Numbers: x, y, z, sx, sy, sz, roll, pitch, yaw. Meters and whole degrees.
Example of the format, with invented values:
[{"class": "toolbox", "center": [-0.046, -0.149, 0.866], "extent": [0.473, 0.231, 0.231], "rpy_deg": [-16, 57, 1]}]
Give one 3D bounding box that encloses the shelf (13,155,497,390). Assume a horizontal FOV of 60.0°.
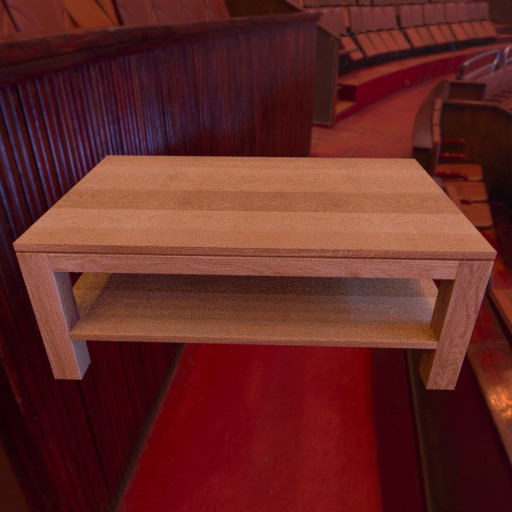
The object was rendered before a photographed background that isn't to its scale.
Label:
[{"class": "shelf", "center": [0.000, 0.000, 1.466], "extent": [1.150, 0.450, 0.700], "rpy_deg": [1, 30, 2]}]
